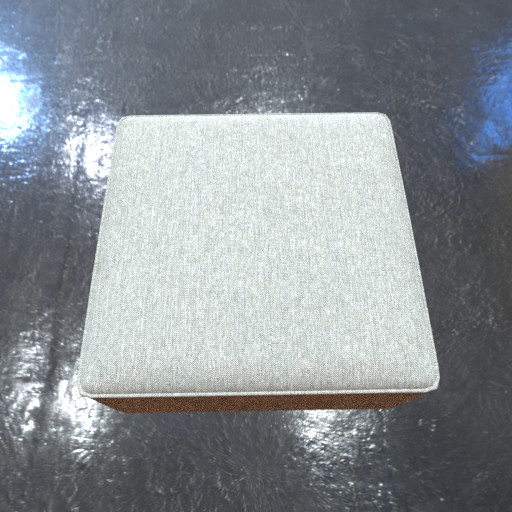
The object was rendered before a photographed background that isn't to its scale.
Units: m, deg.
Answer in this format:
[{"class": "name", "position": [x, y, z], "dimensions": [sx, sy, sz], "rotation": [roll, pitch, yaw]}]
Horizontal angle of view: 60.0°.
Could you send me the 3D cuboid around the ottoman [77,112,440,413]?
[{"class": "ottoman", "position": [0.000, 0.000, 1.570], "dimensions": [1.005, 0.455, 1.005], "rotation": [-1, 64, 0]}]
